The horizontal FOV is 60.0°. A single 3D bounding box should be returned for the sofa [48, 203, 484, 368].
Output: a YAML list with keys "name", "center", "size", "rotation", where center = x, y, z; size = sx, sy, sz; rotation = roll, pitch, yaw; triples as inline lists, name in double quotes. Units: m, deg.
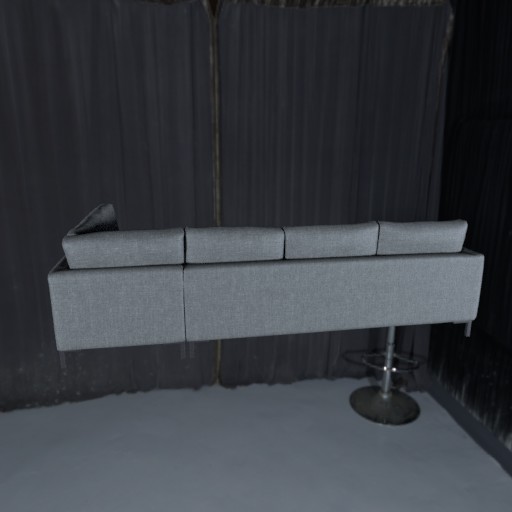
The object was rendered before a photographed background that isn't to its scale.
- name: "sofa"
  center: [0.000, 0.000, 3.867]
  size: [2.972, 0.858, 1.984]
  rotation: [-2, 15, -10]
